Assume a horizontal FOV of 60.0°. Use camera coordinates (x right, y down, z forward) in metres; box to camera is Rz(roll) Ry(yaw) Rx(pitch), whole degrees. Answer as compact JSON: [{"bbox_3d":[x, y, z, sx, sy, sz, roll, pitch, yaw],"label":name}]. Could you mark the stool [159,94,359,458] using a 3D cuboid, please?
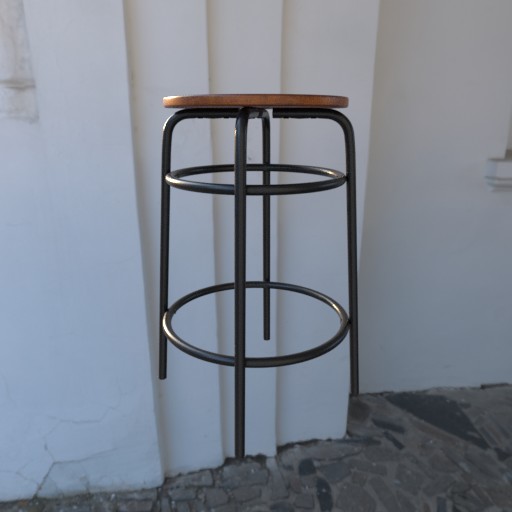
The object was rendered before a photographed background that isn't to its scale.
[{"bbox_3d":[0.000,0.000,0.908,0.455,0.610,0.455,2,18,7],"label":"stool"}]
